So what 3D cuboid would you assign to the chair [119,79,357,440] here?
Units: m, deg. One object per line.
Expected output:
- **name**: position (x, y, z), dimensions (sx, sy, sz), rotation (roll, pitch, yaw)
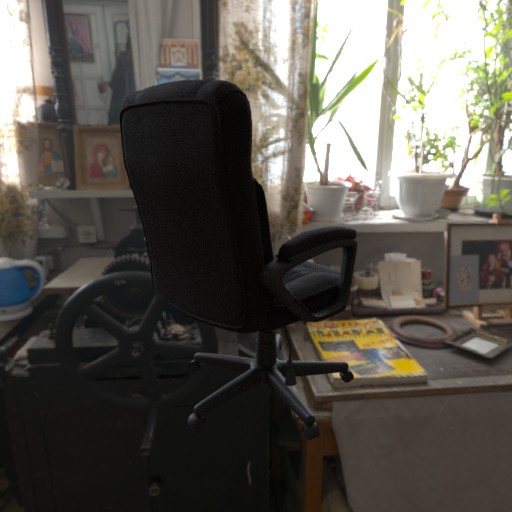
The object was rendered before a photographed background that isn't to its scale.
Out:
- **chair**: position (0.000, 0.000, 1.559), dimensions (0.667, 1.105, 0.724), rotation (15, 21, 43)
